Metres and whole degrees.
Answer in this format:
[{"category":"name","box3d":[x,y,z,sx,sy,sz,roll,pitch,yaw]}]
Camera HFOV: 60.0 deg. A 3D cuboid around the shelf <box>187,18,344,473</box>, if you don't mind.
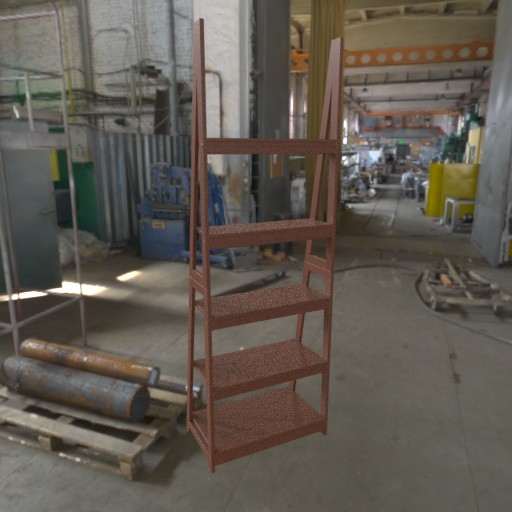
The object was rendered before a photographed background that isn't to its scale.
[{"category":"shelf","box3d":[0.000,0.000,1.965,0.600,1.770,0.350,-7,15,-26]}]
